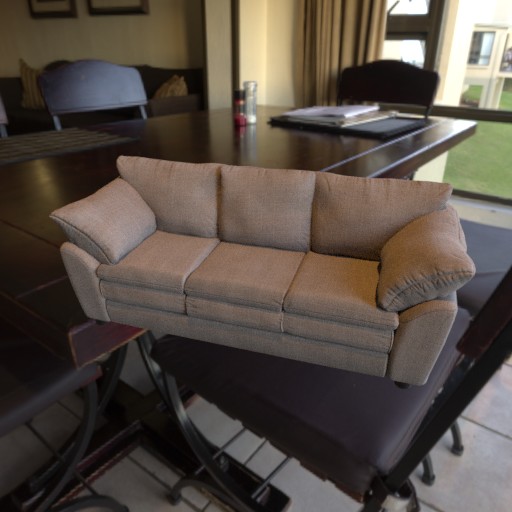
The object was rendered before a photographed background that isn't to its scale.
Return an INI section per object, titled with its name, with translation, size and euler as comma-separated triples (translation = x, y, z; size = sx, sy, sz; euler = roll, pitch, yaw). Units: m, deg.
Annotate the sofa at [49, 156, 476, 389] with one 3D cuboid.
[sofa]
translation = 0.000, 0.000, 2.757
size = 2.334, 0.996, 0.878
euler = 8, 27, 16
